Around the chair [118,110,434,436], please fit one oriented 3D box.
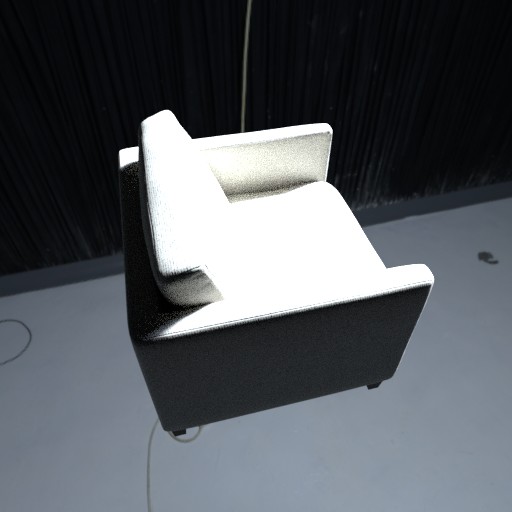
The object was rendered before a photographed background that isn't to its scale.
[{"bbox_3d":[0.000,0.000,1.772,0.959,0.919,0.996,-10,47,-10],"label":"chair"}]
